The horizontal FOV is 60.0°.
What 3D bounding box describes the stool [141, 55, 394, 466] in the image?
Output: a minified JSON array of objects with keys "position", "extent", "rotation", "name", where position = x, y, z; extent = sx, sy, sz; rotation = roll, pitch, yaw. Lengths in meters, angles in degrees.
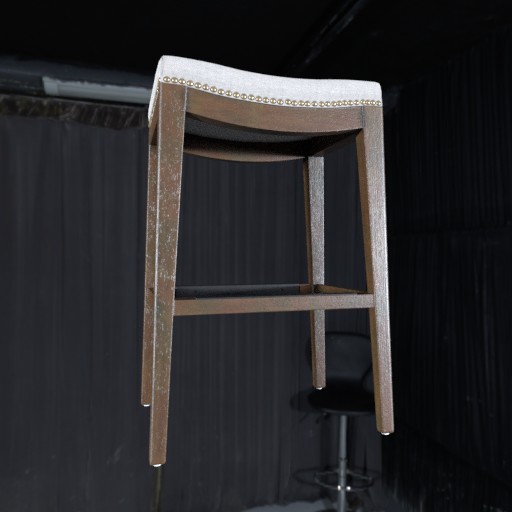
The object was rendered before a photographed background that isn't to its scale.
[{"position":[0.000,0.000,1.039],"extent":[0.508,0.762,0.356],"rotation":[0,0,-17],"name":"stool"}]
